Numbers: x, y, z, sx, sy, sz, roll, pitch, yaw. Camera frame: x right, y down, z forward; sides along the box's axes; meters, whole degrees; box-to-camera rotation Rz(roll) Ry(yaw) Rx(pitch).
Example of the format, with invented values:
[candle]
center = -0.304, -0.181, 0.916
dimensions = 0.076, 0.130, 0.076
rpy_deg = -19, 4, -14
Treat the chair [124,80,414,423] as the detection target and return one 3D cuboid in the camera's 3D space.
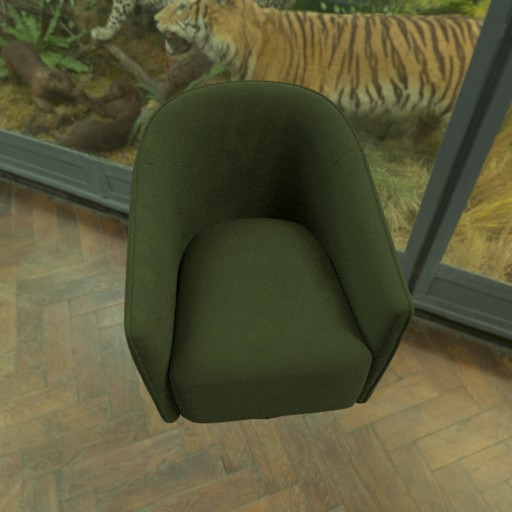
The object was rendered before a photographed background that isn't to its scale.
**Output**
[chair]
center = 0.000, 0.000, 1.456
dimensions = 0.747, 0.799, 0.875
rpy_deg = -4, 46, -4
